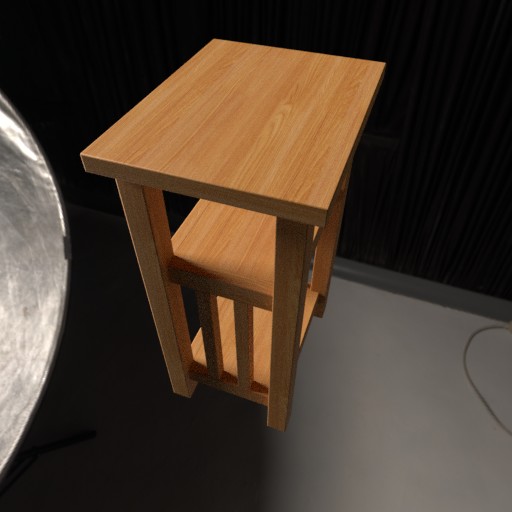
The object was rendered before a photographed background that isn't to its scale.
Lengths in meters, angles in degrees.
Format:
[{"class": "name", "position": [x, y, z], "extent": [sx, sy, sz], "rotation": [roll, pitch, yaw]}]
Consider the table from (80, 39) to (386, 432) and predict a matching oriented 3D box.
[{"class": "table", "position": [0.000, 0.000, 0.748], "extent": [0.270, 0.550, 0.350], "rotation": [15, 47, 14]}]
